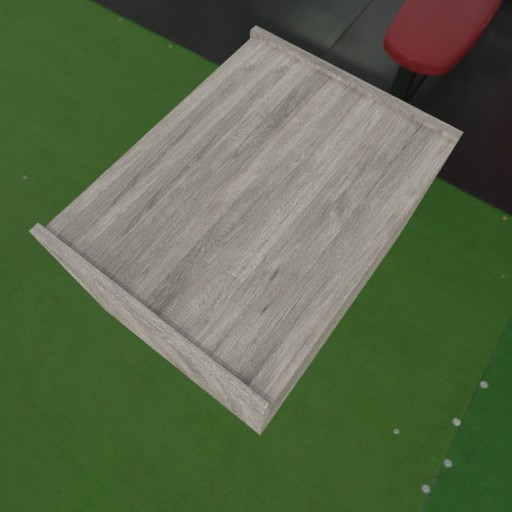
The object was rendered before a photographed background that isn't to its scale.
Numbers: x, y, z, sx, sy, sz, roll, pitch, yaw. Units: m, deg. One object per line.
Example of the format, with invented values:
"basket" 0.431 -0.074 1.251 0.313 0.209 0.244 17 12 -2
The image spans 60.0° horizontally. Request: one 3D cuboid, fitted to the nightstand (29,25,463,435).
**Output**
"nightstand" 0.000 0.000 0.825 0.380 0.500 0.480 34 69 15
